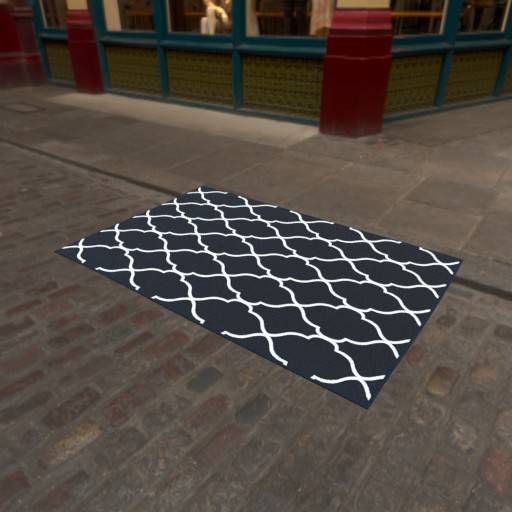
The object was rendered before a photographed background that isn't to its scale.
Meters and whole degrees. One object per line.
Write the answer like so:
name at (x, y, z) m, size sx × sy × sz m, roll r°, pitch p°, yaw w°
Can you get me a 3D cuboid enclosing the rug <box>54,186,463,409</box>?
rug at (0.000, 0.000, 2.961) m, size 2.294 × 0.014 × 1.528 m, roll 20°, pitch 36°, yaw 31°
